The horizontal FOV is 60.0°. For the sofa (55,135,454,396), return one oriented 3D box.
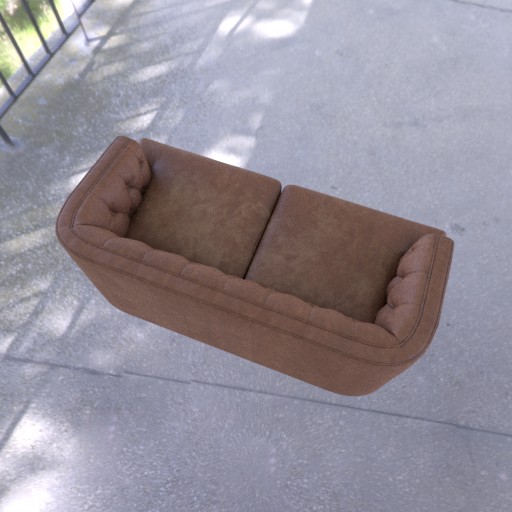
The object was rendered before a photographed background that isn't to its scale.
[{"bbox_3d":[0.000,0.000,2.271,1.755,0.786,0.914,19,65,9],"label":"sofa"}]
